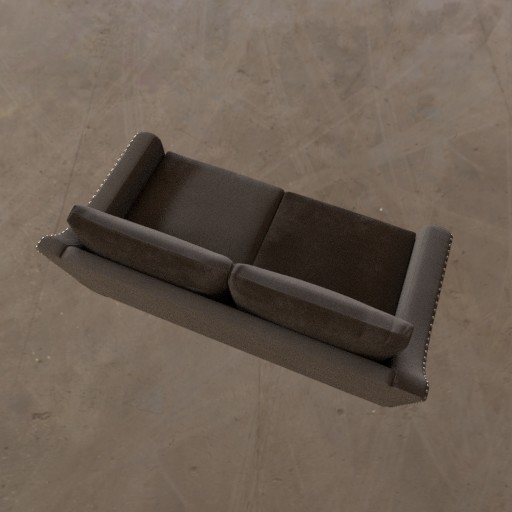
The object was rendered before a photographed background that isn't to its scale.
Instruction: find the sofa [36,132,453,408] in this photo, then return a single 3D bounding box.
[{"bbox_3d":[0.000,0.000,3.268,2.550,1.196,1.336,20,65,10],"label":"sofa"}]
